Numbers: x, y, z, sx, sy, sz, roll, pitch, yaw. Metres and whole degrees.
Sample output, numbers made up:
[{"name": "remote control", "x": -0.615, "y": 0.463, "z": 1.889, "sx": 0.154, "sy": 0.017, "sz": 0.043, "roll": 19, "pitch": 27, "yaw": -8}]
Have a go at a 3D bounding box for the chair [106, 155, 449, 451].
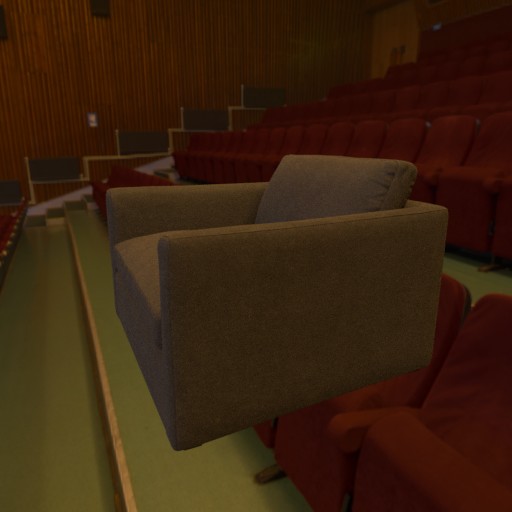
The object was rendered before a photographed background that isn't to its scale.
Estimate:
[{"name": "chair", "x": 0.000, "y": 0.000, "z": 1.882, "sx": 1.091, "sy": 0.845, "sz": 1.190, "roll": -7, "pitch": 17, "yaw": -24}]
